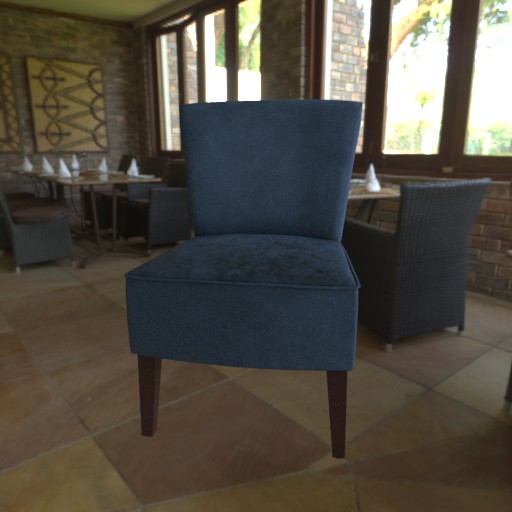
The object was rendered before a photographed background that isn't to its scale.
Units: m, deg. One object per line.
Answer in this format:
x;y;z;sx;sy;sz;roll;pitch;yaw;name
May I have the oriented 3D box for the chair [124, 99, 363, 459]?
0.000;0.000;1.142;0.521;0.806;0.551;2;14;9;chair
